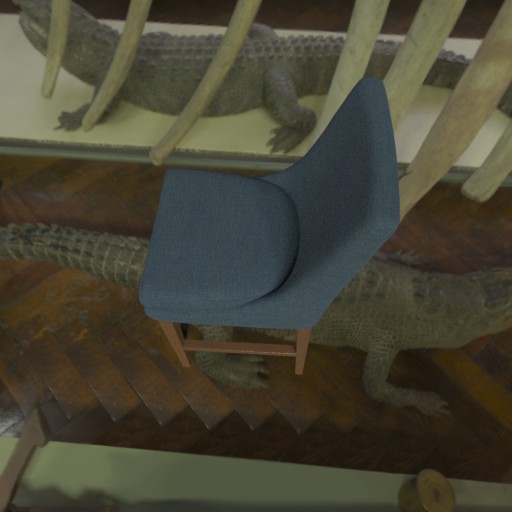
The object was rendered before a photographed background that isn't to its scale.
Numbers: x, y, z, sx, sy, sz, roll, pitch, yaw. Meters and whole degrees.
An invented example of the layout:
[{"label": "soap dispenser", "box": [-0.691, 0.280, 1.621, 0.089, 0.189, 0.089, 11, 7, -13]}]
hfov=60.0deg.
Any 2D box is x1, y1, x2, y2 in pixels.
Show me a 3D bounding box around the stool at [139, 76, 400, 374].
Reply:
[{"label": "stool", "box": [0.000, 0.000, 1.317, 0.577, 0.981, 0.470, 4, 60, 2]}]
